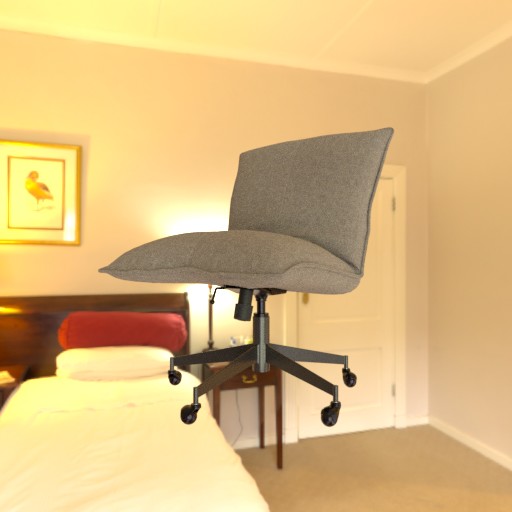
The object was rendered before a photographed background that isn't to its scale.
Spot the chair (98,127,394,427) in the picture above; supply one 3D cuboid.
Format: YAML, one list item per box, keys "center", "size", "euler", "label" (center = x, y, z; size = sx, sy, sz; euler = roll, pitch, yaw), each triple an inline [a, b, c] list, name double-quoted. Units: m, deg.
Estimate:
- center: [0.000, 0.000, 1.283]
  size: [0.597, 0.811, 0.696]
  euler: [0, 0, 35]
  label: "chair"
